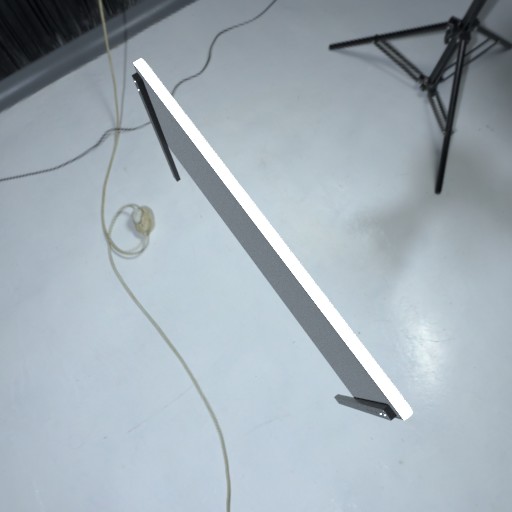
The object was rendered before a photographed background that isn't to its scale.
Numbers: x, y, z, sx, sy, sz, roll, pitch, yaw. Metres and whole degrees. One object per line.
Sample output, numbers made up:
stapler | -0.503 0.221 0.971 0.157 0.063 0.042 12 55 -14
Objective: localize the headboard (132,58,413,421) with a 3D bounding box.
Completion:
headboard | 0.000 0.000 2.935 0.120 1.410 2.362 -35 78 -9
